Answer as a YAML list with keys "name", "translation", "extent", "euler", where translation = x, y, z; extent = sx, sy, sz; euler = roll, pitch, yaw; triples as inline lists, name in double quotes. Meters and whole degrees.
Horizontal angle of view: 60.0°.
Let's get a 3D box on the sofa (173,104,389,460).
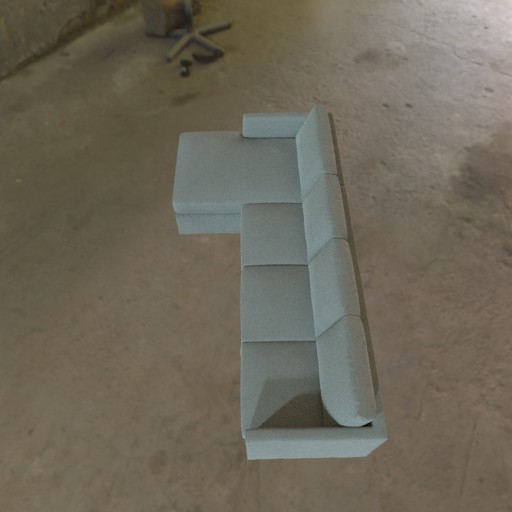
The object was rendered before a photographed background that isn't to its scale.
- name: "sofa"
  translation: [0.000, 0.000, 3.918]
  extent: [1.650, 0.922, 3.205]
  euler: [-1, 57, -1]
